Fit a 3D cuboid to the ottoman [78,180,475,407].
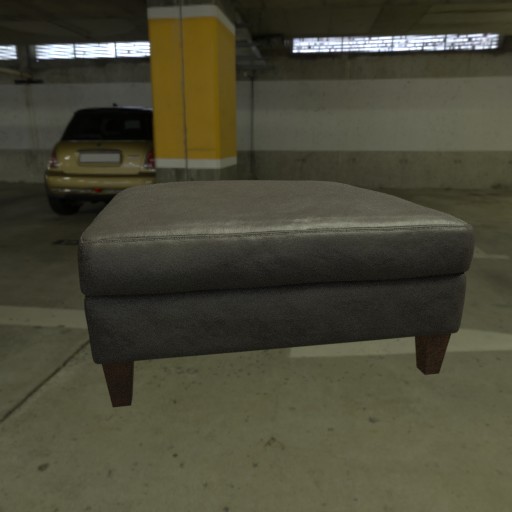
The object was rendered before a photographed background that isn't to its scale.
[{"bbox_3d":[0.000,0.000,1.291,0.836,0.415,0.844,-3,15,-10],"label":"ottoman"}]
